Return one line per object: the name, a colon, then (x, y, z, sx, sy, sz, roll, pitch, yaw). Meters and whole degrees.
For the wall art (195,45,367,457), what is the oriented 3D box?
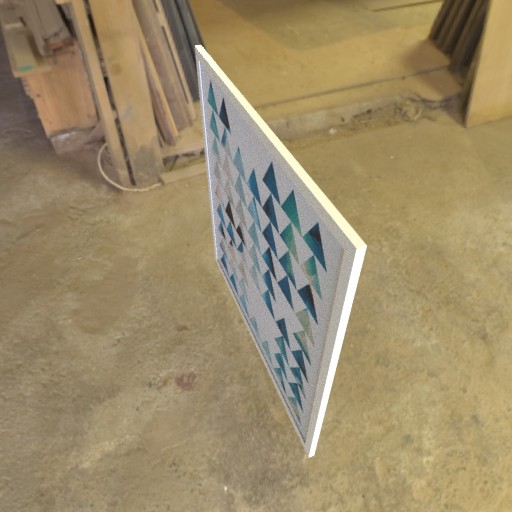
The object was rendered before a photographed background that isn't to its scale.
wall art: (0.000, 0.000, 0.819, 0.012, 0.557, 0.557, -16, 48, -15)
